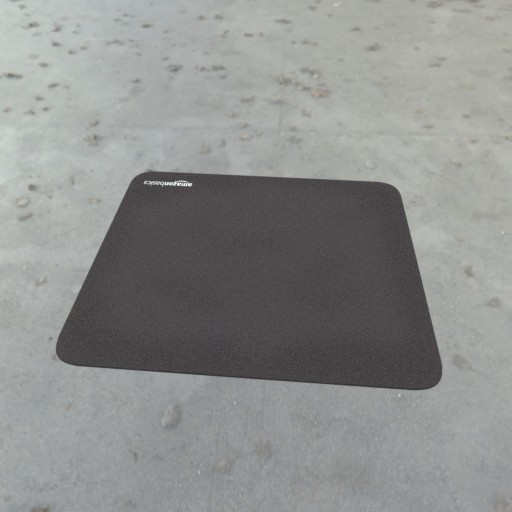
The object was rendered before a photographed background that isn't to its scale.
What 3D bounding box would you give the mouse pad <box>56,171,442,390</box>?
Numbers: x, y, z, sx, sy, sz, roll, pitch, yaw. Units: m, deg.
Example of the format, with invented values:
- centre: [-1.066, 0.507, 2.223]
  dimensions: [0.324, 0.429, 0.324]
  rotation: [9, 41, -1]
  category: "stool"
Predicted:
- centre: [0.000, 0.000, 0.347]
  dimensions: [0.249, 0.002, 0.211]
  rotation: [3, 46, 3]
  category: "mouse pad"
